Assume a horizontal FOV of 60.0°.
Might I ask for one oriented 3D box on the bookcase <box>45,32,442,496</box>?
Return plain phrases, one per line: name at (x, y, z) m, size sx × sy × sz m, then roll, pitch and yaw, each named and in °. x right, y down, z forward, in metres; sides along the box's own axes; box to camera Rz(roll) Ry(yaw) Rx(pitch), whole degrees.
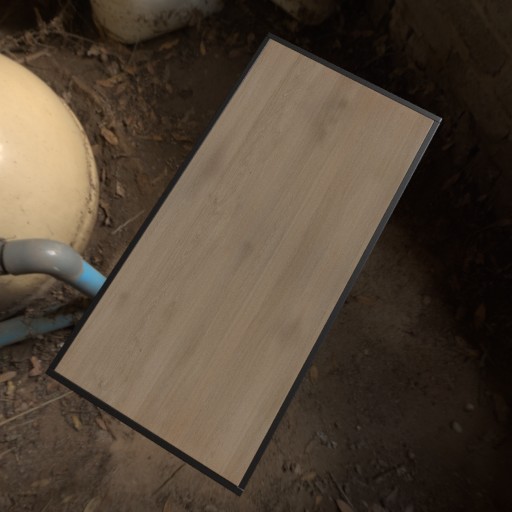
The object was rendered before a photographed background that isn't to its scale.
bookcase at (0.000, 0.000, 1.236) m, size 0.500 × 0.400 × 1.000 m, roll 29°, pitch 79°, yaw 6°
